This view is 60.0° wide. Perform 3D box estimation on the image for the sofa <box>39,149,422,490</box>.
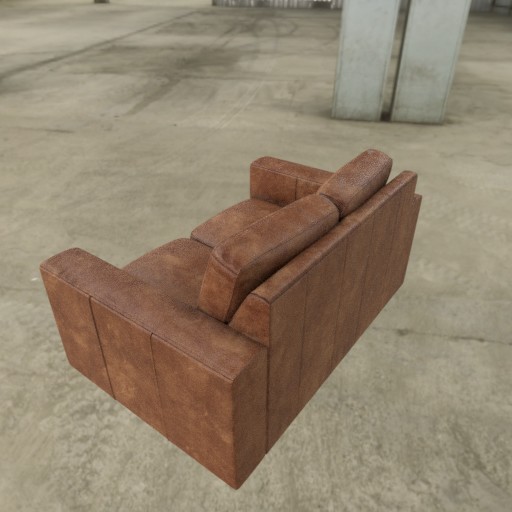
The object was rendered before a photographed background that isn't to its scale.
[{"bbox_3d":[0.000,0.000,2.184,1.041,0.889,1.626,22,39,30],"label":"sofa"}]
